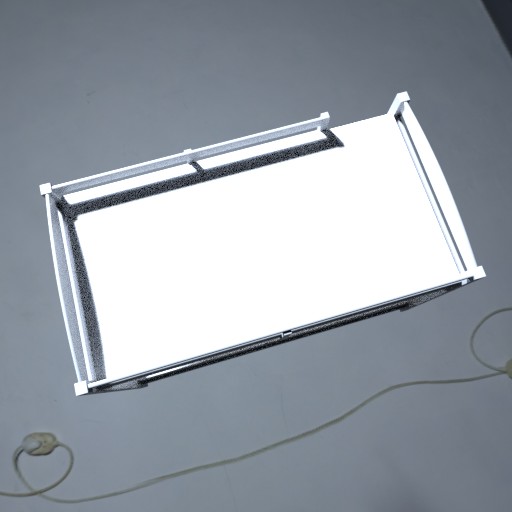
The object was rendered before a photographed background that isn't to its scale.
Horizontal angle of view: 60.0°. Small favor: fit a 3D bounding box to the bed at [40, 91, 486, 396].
[{"bbox_3d":[0.000,0.000,2.754,2.013,1.206,1.105,-16,76,-4],"label":"bed"}]
